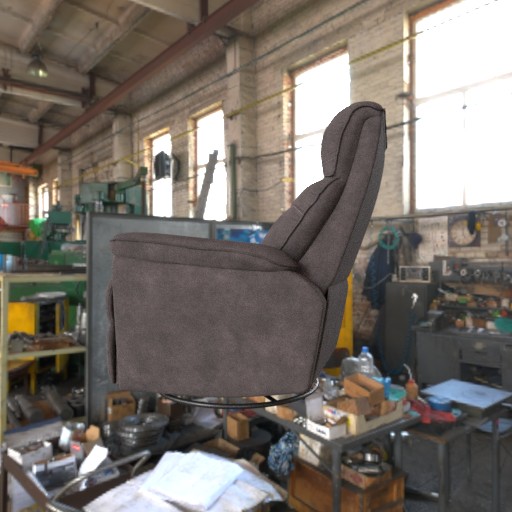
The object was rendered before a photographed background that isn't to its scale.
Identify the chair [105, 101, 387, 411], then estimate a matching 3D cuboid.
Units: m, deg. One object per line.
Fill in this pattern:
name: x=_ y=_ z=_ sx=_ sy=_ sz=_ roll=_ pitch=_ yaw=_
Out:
chair: x=0.000 y=0.000 z=1.782 sx=1.009 sy=1.035 sz=0.830 roll=0 pitch=0 yaw=17
